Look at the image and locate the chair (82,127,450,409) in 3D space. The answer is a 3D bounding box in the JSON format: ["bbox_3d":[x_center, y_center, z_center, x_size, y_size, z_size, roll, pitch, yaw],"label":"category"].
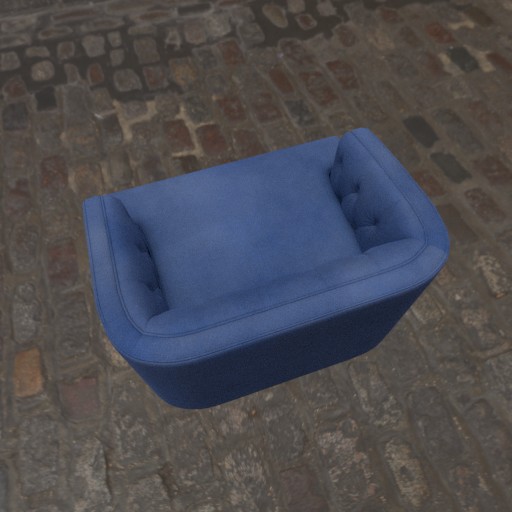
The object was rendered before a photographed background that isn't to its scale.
[{"bbox_3d":[0.000,0.000,1.747,1.118,0.787,0.914,-17,61,-9],"label":"chair"}]
